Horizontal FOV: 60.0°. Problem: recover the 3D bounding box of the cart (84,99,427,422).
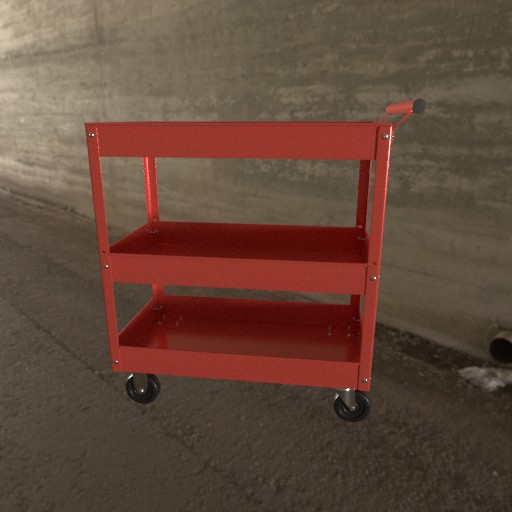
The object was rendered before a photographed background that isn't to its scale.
[{"bbox_3d":[0.000,0.000,1.192,0.719,0.780,0.366,2,17,7],"label":"cart"}]
